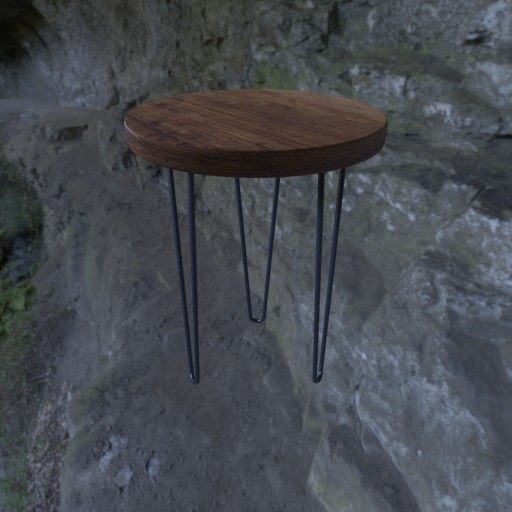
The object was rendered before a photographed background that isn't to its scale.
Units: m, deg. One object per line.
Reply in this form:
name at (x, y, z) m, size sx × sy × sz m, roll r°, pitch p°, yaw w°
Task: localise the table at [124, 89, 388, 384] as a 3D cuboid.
table at (0.000, 0.000, 0.823) m, size 0.400 × 0.520 × 0.400 m, roll 0°, pitch 30°, yaw 0°
